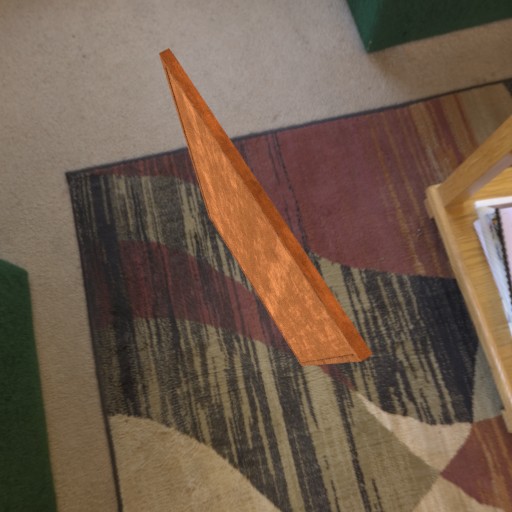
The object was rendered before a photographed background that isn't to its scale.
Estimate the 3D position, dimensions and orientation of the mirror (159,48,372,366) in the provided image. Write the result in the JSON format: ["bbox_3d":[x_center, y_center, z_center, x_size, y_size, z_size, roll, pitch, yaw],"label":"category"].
[{"bbox_3d":[0.000,0.000,1.448,0.028,1.099,0.796,-31,78,-8],"label":"mirror"}]
